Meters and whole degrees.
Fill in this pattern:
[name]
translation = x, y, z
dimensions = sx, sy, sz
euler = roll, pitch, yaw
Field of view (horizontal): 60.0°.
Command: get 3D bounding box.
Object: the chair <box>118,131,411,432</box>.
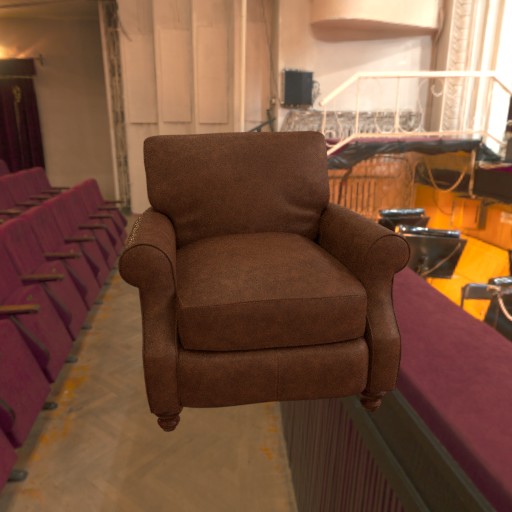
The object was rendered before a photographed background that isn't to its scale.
[chair]
translation = 0.000, 0.000, 1.799
dimensions = 0.996, 0.976, 1.002
euler = -3, 16, -9
